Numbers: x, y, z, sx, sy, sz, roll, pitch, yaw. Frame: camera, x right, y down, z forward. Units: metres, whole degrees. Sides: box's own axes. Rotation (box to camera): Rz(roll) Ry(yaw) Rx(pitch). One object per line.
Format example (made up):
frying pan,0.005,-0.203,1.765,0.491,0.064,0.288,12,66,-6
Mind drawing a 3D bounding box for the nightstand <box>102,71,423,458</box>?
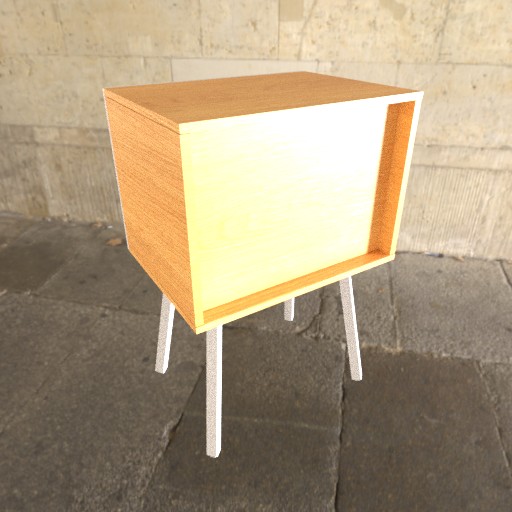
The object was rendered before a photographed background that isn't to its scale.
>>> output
nightstand,0.000,0.000,0.841,0.400,0.601,0.316,-17,34,-28
